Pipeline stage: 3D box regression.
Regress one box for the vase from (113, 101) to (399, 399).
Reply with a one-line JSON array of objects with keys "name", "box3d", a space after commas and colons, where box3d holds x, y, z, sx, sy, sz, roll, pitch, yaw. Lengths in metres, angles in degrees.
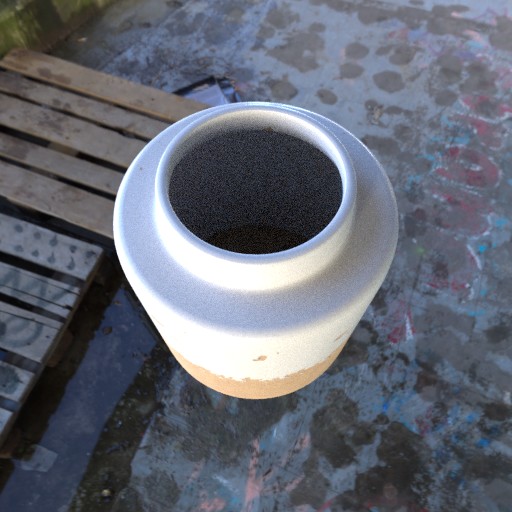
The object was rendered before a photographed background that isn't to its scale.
[{"name": "vase", "box3d": [0.000, 0.000, 0.288, 0.153, 0.167, 0.153, 0, 62, 0]}]
